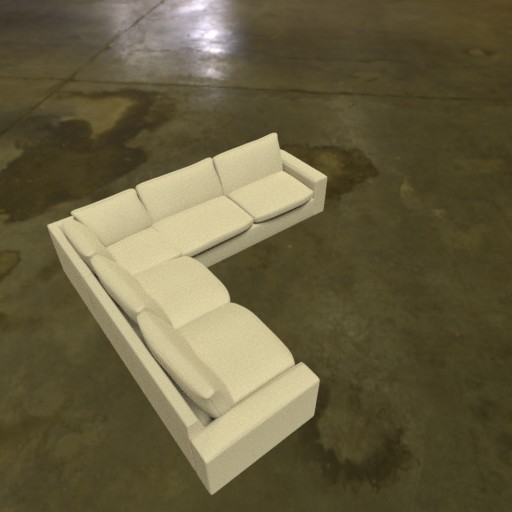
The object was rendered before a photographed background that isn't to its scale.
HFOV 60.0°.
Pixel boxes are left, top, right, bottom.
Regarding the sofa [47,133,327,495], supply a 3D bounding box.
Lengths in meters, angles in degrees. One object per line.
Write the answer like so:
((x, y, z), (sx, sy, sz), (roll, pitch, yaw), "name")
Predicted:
((0.000, 0.000, 4.624), (3.206, 0.918, 3.066), (-27, 48, -28), "sofa")
